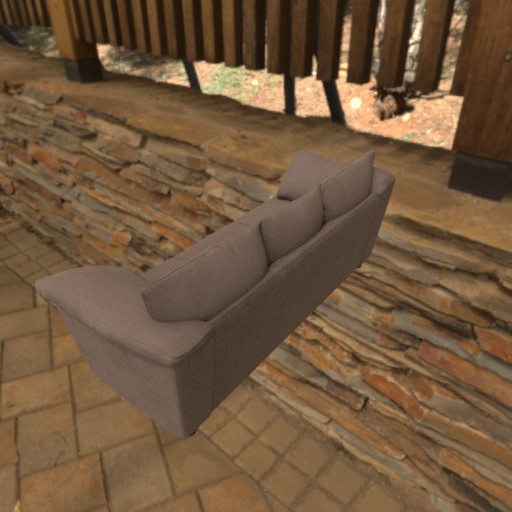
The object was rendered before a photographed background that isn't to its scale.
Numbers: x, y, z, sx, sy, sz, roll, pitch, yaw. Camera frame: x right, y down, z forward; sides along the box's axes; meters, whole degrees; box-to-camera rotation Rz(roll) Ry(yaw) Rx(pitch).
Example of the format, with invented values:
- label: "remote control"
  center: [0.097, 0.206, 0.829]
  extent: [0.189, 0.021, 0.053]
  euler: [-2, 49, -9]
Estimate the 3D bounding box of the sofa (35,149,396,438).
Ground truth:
- label: "sofa"
  center: [0.000, 0.000, 2.807]
  extent: [0.893, 0.981, 2.377]
  euler: [22, 38, 31]
